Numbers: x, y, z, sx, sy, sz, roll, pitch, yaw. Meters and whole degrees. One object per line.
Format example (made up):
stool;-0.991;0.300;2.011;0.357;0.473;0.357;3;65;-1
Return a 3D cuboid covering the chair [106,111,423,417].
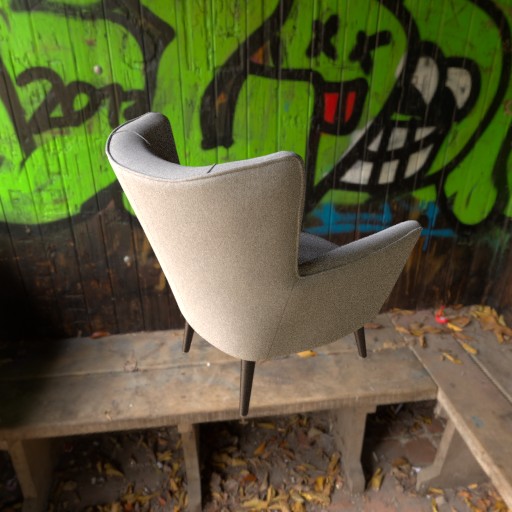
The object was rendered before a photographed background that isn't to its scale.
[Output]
chair;0.000;0.000;1.584;0.888;0.933;0.781;-18;32;-32
